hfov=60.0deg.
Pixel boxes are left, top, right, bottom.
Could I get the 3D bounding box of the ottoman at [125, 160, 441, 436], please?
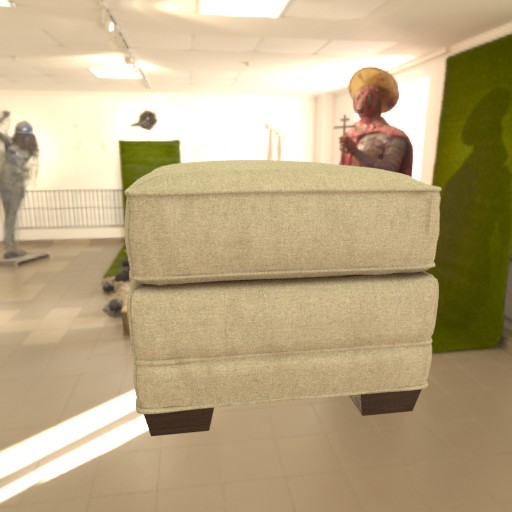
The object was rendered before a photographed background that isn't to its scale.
[{"bbox_3d":[0.000,0.000,1.205,0.611,0.508,0.848,-2,13,-9],"label":"ottoman"}]
